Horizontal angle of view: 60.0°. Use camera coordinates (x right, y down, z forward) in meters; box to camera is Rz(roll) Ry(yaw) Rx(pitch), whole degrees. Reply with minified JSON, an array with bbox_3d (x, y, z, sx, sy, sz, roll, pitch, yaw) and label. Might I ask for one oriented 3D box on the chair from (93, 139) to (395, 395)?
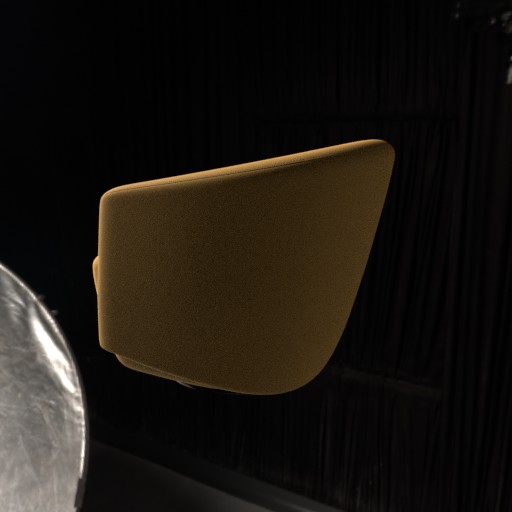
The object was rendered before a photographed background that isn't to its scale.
[{"bbox_3d":[0.000,0.000,1.371,0.767,0.698,0.773,7,17,24],"label":"chair"}]
